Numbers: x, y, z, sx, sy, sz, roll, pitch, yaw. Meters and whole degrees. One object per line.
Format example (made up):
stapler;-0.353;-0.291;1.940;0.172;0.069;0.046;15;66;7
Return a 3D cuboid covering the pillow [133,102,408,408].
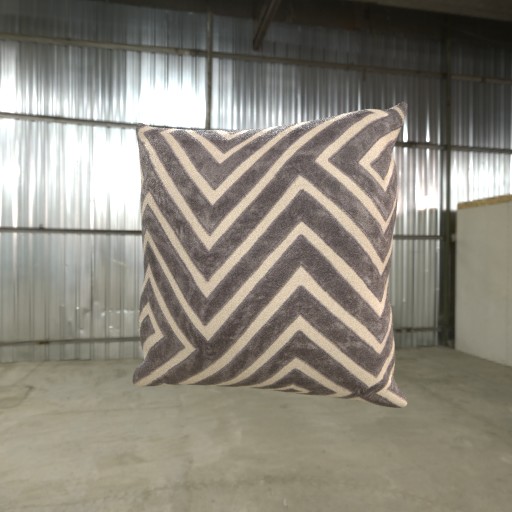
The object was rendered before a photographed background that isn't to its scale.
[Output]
pillow;0.000;0.000;0.678;0.440;0.441;0.182;0;1;17
